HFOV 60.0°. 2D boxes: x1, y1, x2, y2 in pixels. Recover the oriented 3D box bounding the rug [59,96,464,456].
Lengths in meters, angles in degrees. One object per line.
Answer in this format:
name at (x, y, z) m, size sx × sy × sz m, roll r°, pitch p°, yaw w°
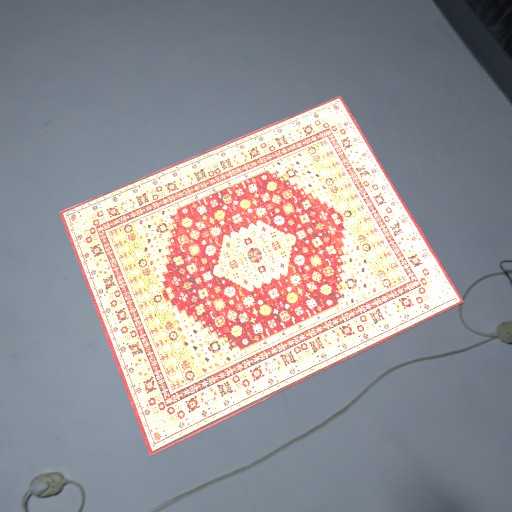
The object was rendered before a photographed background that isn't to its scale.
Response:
rug at (0.000, 0.000, 4.132) m, size 3.053 × 0.013 × 2.387 m, roll -24°, pitch 76°, yaw -6°
